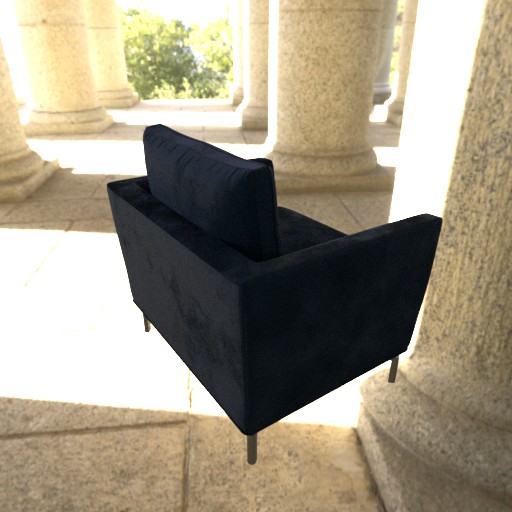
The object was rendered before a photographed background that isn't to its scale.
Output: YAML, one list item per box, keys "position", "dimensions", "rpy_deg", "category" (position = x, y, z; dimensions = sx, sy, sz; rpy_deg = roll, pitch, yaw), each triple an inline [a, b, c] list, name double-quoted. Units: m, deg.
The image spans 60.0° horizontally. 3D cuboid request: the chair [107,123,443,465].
- position: [0.000, 0.000, 1.619]
  dimensions: [0.746, 0.893, 0.977]
  rpy_deg: [-17, 31, -31]
  category: "chair"
